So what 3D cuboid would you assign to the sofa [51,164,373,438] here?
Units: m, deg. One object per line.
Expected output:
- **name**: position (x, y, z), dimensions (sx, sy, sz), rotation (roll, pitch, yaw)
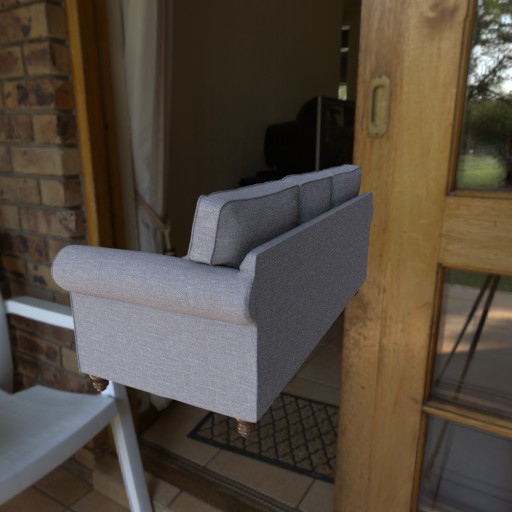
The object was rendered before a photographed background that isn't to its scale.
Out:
- **sofa**: position (0.000, 0.000, 2.550), dimensions (0.916, 0.961, 2.084), rotation (7, 17, 25)
